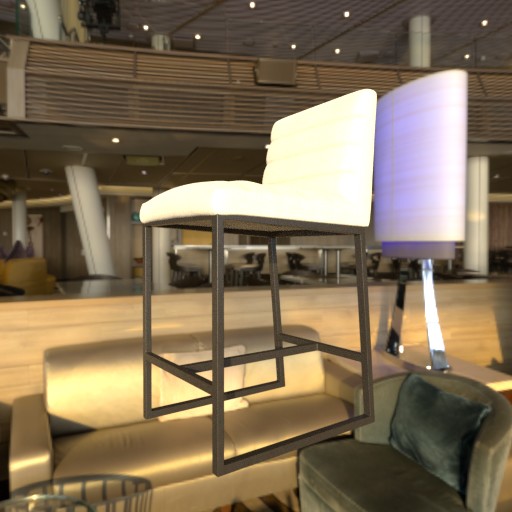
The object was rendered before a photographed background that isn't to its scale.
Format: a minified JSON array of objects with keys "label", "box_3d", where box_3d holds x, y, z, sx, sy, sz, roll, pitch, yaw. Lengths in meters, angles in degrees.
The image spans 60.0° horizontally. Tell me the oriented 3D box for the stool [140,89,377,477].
[{"label":"stool","box_3d":[0.000,0.000,1.303,0.567,0.971,0.459,-1,1,-36]}]
